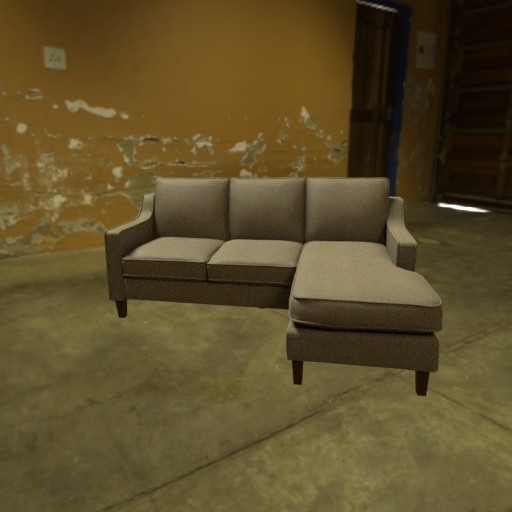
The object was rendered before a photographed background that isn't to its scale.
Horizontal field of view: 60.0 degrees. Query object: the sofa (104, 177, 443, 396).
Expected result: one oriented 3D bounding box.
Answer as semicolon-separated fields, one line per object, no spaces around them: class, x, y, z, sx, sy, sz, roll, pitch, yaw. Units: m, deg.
sofa;0.000;0.000;3.312;2.317;1.081;1.858;2;15;9
